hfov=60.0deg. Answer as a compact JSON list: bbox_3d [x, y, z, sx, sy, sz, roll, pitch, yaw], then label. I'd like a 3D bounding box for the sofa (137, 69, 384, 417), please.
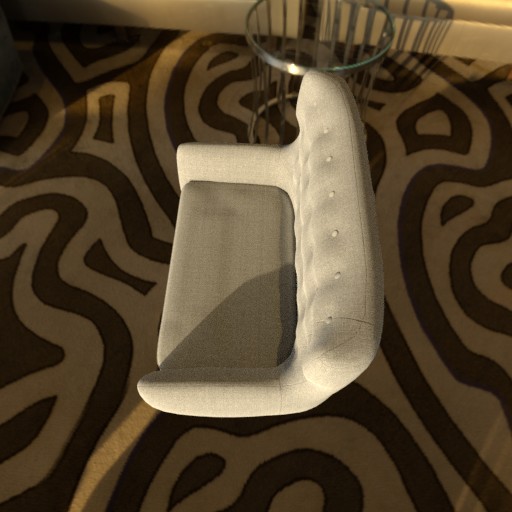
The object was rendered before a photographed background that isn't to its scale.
[{"bbox_3d":[0.000,0.000,2.036,0.884,1.028,1.386,1,58,1],"label":"sofa"}]
